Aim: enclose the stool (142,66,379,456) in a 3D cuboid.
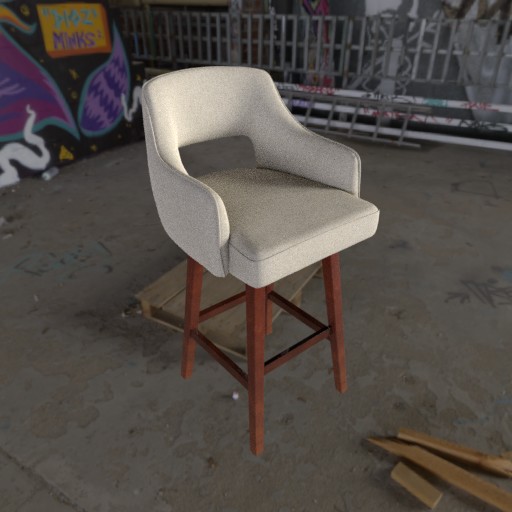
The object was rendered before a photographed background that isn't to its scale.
[{"bbox_3d":[0.000,0.000,1.385,0.550,1.041,0.560,-22,37,-33],"label":"stool"}]
